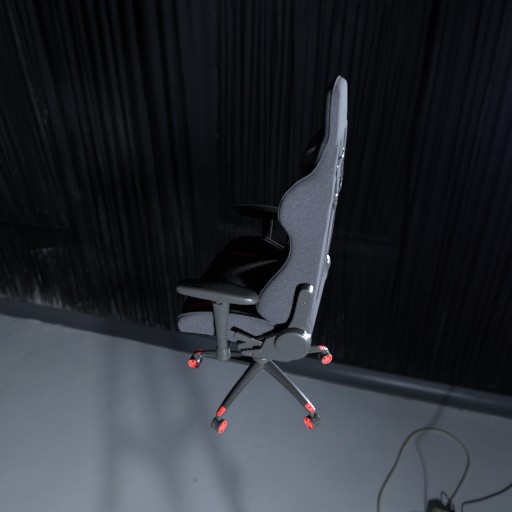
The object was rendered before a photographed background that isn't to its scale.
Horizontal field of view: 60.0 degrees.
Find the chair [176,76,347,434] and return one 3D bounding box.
[{"bbox_3d":[0.000,0.000,1.725,0.658,1.326,0.695,8,32,13],"label":"chair"}]
